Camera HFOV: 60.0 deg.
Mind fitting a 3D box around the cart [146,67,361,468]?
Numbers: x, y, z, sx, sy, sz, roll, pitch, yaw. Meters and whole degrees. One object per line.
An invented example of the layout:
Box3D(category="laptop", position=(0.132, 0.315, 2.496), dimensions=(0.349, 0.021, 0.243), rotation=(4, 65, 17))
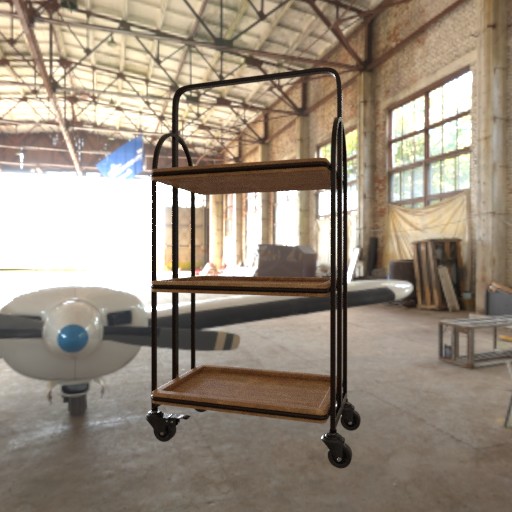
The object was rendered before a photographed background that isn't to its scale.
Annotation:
Box3D(category="cart", position=(0.000, 0.000, 1.241), dimensions=(0.553, 1.001, 0.327), rotation=(0, 0, 18))
